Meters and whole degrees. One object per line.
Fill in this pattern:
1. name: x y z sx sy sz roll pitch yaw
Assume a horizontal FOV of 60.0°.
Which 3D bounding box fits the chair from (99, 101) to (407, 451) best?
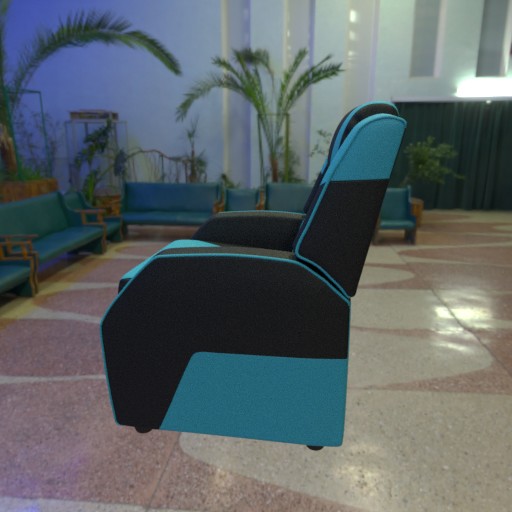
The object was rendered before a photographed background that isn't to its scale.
1. chair: 0.000 0.000 1.256 0.672 0.805 0.620 2 15 8
